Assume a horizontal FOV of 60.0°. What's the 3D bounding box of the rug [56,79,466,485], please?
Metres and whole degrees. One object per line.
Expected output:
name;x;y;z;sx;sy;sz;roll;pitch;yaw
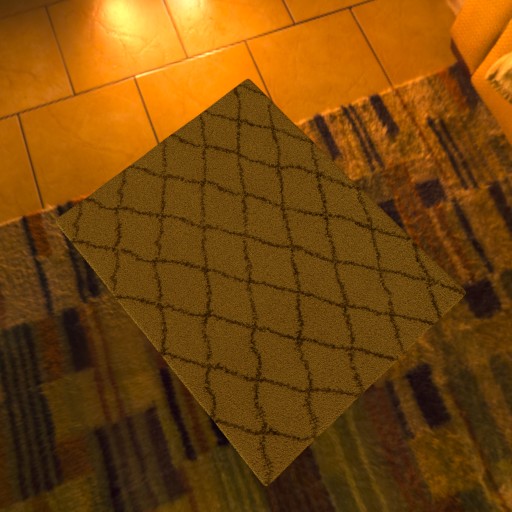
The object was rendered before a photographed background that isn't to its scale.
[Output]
rug;0.000;0.000;4.125;2.438;0.029;3.047;-40;78;-10
